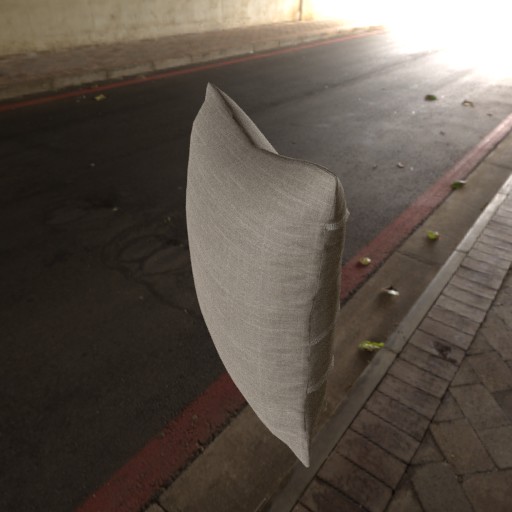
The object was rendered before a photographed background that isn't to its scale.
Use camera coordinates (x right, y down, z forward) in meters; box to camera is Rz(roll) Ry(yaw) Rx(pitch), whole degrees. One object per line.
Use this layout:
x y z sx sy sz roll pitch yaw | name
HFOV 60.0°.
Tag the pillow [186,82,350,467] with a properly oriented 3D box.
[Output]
0.000 0.000 0.633 0.169 0.400 0.424 -11 34 -17 | pillow
